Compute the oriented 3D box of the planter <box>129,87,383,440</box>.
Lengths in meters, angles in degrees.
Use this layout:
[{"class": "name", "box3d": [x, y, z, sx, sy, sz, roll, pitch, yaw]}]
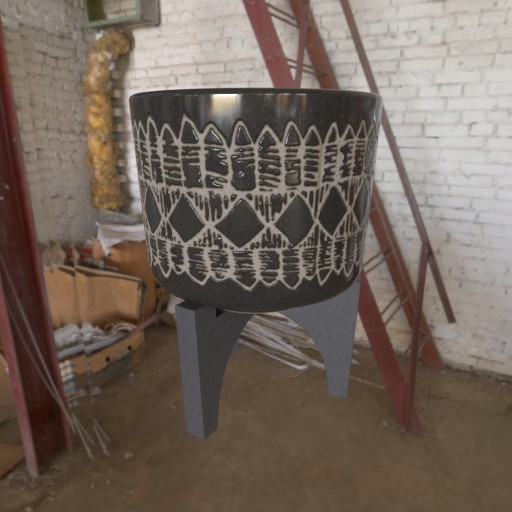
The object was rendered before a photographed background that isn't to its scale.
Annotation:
[{"class": "planter", "box3d": [0.000, 0.000, 0.391, 0.196, 0.264, 0.196, -7, 18, -23]}]
